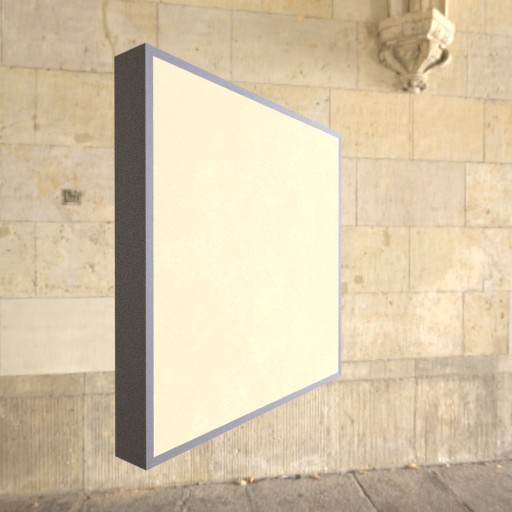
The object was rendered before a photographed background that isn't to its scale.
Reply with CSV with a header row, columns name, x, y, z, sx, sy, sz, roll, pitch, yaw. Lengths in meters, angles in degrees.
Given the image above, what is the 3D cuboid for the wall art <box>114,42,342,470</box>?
name,x,y,z,sx,sy,sz,roll,pitch,yaw
wall art,0.000,0.000,0.442,0.036,0.300,0.302,0,1,37
